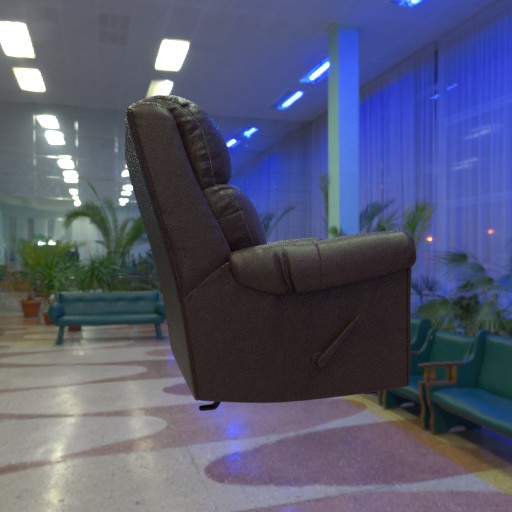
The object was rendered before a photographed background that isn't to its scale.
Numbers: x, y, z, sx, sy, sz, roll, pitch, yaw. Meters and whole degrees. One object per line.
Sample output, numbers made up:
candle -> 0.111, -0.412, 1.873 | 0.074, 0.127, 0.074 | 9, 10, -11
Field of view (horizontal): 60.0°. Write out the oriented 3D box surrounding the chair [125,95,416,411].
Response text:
chair -> 0.000, 0.000, 1.792 | 1.014, 1.054, 0.838 | 0, 0, -17
